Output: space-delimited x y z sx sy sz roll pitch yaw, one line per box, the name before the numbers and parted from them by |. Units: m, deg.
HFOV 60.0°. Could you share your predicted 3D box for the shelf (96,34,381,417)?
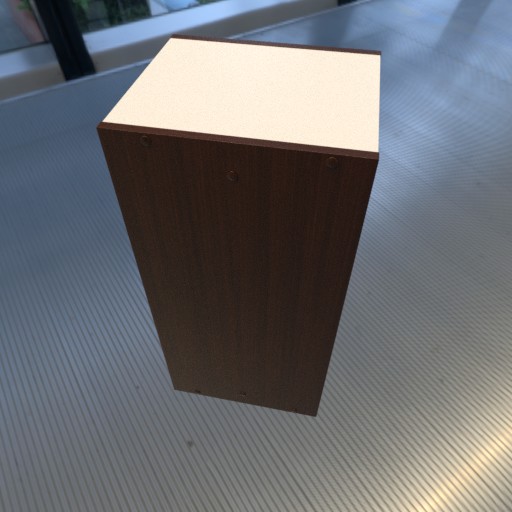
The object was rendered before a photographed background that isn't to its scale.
shelf | 0.000 0.000 0.746 0.290 0.600 0.253 8 48 8
